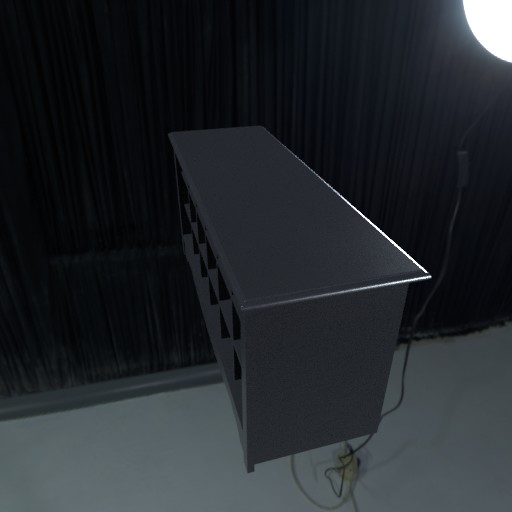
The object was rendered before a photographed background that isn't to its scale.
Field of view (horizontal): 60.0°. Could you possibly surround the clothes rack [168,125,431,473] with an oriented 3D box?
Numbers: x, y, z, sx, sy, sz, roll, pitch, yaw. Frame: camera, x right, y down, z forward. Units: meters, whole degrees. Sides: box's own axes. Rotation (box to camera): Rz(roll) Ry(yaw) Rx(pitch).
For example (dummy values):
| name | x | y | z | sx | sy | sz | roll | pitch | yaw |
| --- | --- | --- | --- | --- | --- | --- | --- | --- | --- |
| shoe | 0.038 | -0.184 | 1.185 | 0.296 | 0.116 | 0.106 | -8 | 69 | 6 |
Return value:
| name | x | y | z | sx | sy | sz | roll | pitch | yaw |
| --- | --- | --- | --- | --- | --- | --- | --- | --- | --- |
| clothes rack | 0.000 | 0.000 | 1.507 | 0.406 | 0.556 | 1.219 | -8 | 32 | -14 |
